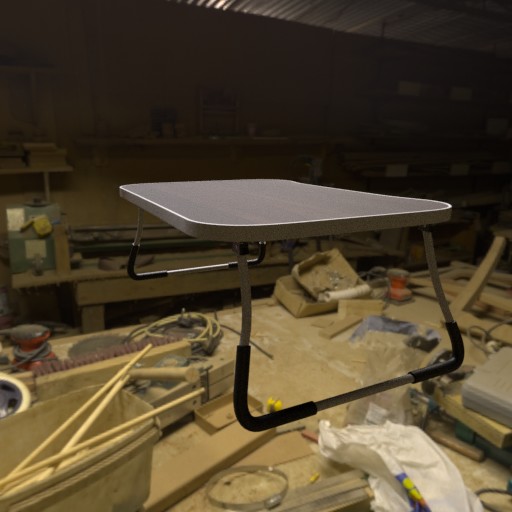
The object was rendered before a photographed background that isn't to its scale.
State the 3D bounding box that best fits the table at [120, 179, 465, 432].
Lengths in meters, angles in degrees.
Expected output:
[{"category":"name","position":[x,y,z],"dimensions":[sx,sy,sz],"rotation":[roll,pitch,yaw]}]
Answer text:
[{"category":"table","position":[0.000,0.000,0.825],"dimensions":[0.400,0.232,0.660],"rotation":[-7,16,-25]}]
